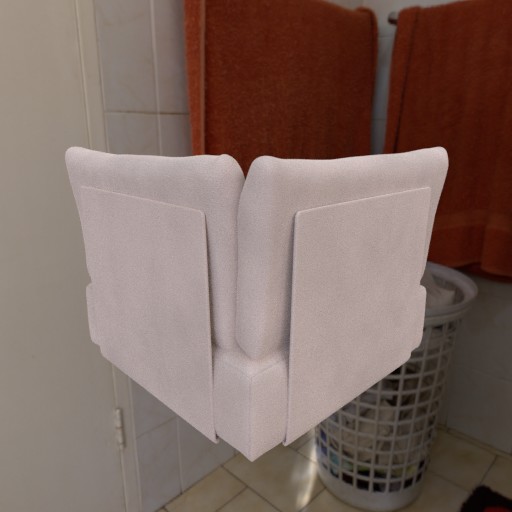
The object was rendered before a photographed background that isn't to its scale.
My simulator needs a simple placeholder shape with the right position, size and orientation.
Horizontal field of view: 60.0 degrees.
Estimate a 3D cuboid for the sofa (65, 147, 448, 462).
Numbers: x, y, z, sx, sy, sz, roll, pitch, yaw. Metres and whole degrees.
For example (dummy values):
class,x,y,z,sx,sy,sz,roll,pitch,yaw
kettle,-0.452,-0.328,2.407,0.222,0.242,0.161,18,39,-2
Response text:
class,x,y,z,sx,sy,sz,roll,pitch,yaw
sofa,0.000,0.000,1.697,1.000,0.820,1.000,-15,22,-42
